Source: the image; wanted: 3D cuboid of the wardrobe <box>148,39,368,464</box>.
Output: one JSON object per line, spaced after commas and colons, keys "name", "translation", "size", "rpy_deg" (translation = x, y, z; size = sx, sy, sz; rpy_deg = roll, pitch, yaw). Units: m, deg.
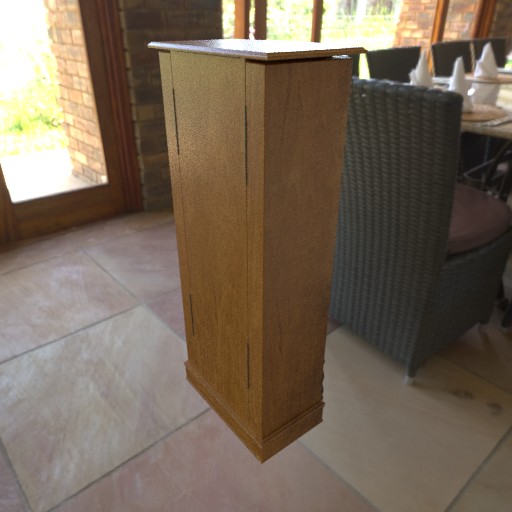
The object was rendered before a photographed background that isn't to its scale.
{"name": "wardrobe", "translation": [0.000, 0.000, 1.109], "size": [0.273, 0.959, 0.406], "rpy_deg": [-20, 35, -33]}
